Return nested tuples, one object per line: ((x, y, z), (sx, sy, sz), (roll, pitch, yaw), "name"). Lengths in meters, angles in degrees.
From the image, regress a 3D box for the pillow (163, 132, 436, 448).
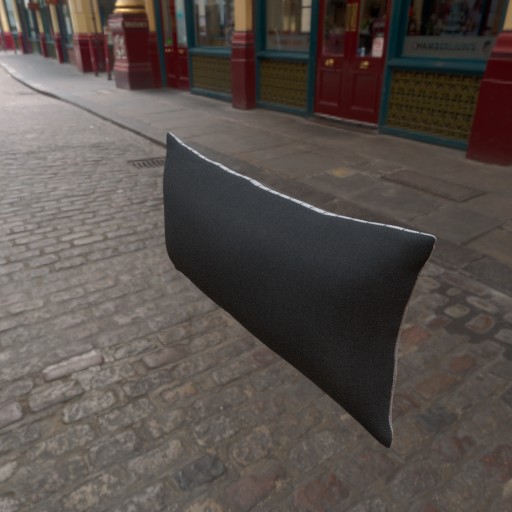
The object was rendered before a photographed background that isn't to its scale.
((0.000, 0.000, 0.723), (0.151, 0.305, 0.609), (-17, 31, -32), "pillow")
